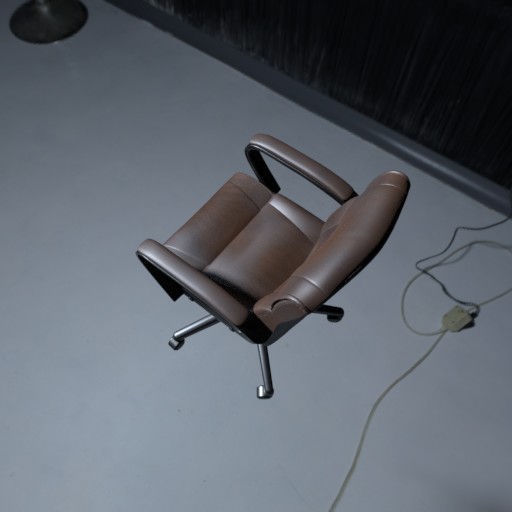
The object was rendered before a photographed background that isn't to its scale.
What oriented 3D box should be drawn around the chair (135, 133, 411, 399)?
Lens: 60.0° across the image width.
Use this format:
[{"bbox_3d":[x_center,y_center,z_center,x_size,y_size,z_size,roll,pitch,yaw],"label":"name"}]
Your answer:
[{"bbox_3d":[0.000,0.000,1.511,0.717,1.004,0.739,36,68,17],"label":"chair"}]
